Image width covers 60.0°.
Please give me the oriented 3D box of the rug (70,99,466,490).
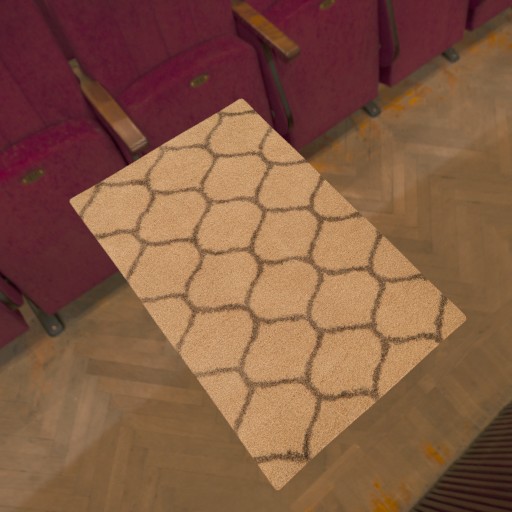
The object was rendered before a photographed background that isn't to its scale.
[{"bbox_3d":[0.000,0.000,3.440,1.801,0.026,2.701,-36,70,-15],"label":"rug"}]
